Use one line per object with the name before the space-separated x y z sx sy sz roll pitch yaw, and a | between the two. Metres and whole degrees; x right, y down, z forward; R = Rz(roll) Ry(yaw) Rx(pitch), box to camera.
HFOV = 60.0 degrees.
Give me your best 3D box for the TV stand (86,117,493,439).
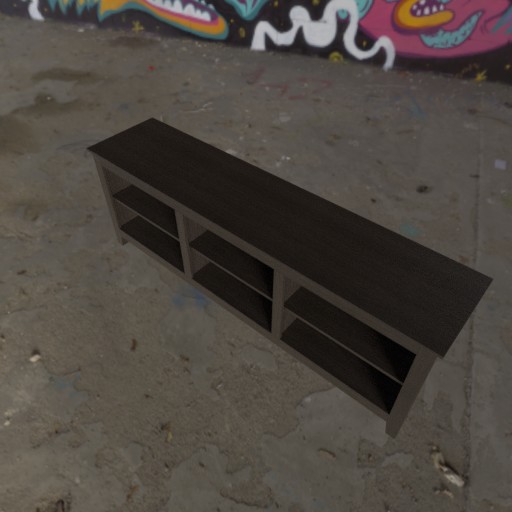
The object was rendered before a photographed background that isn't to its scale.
TV stand | 0.000 0.000 2.022 1.778 0.610 0.406 31 52 28
